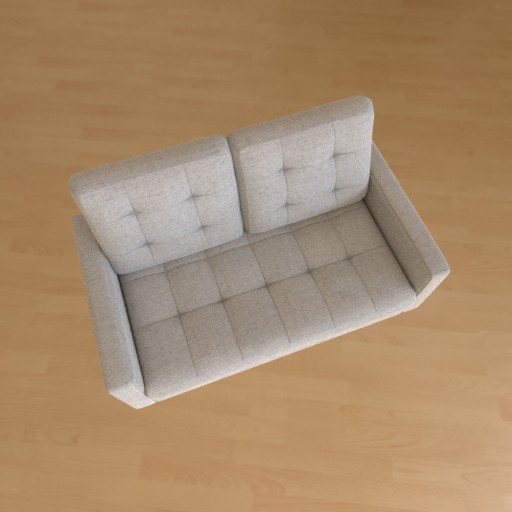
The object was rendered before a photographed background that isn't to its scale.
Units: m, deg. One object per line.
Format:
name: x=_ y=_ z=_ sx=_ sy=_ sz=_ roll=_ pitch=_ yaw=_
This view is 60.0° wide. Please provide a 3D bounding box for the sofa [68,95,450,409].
sofa: x=0.000 y=0.000 z=1.933 sx=1.407 sy=0.907 sz=0.842 roll=-18 pitch=65 yaw=-9
